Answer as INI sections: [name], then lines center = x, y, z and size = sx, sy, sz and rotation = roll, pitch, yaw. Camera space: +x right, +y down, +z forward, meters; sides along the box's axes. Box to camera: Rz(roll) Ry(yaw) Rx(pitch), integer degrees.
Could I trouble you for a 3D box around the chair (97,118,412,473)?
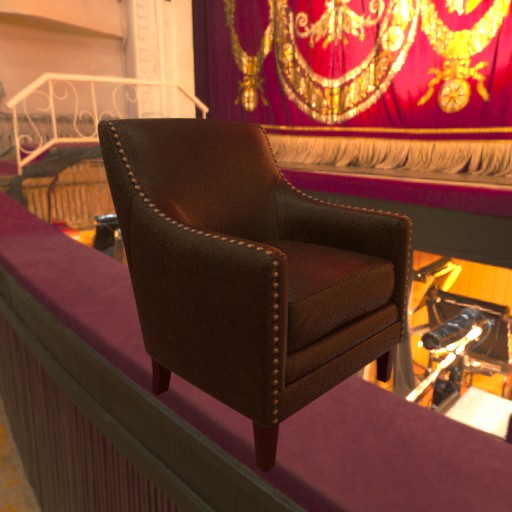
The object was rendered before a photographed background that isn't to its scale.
[chair]
center = 0.000, 0.000, 1.342
size = 0.704, 0.813, 0.639
rotation = 15, 21, 43
